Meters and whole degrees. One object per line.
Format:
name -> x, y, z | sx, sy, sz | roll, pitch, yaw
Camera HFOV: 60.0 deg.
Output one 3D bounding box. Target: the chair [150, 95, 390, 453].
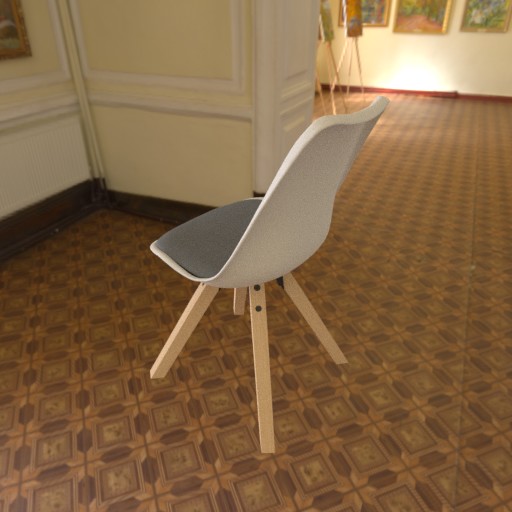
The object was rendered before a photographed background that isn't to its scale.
chair -> 0.000, 0.000, 1.198 | 0.550, 0.850, 0.485 | 21, 36, 32
